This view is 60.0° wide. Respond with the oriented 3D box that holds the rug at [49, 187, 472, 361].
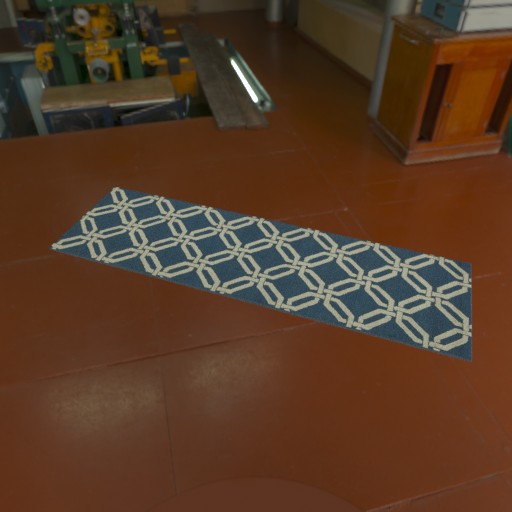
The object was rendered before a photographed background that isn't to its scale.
[{"bbox_3d":[0.000,0.000,2.487,2.276,0.014,0.678,13,44,15],"label":"rug"}]
